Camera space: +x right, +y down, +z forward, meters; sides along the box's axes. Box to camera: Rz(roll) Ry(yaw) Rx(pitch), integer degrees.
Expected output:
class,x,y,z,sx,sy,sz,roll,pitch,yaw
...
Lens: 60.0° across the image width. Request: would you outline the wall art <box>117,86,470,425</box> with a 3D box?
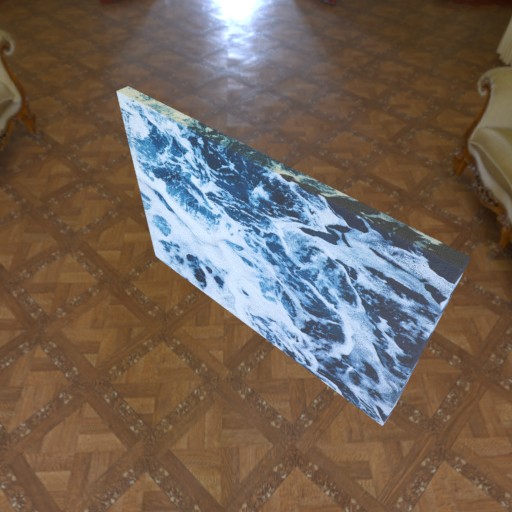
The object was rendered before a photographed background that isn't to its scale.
class,x,y,z,sx,sy,sz,roll,pitch,yaw
wall art,0.000,0.000,1.147,0.915,0.610,0.042,33,55,27
